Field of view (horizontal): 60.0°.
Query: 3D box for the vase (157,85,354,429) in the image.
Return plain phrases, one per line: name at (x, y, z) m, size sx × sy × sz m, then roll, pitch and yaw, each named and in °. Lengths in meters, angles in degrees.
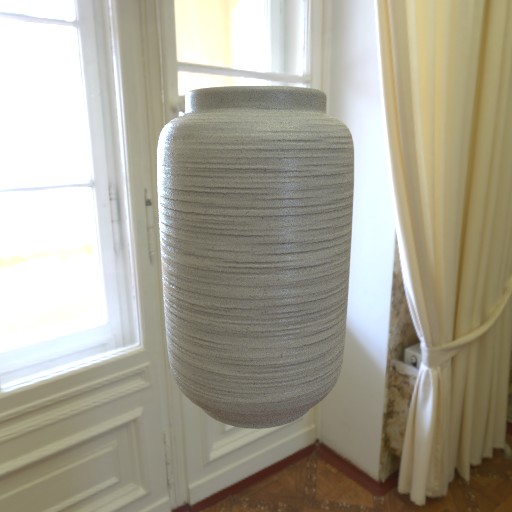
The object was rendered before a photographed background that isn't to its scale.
vase at (0.000, 0.000, 0.484) m, size 0.202 × 0.335 × 0.202 m, roll 0°, pitch 15°, yaw 0°
